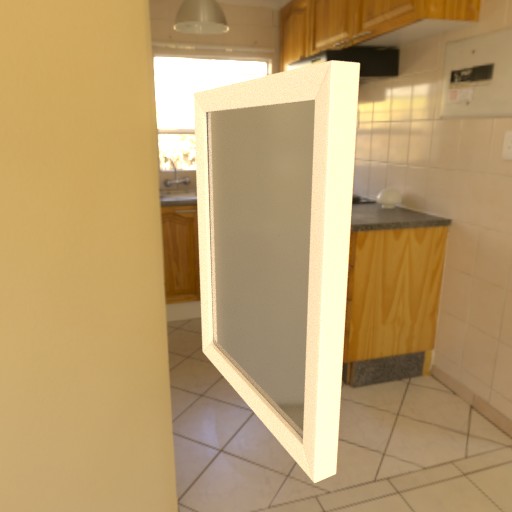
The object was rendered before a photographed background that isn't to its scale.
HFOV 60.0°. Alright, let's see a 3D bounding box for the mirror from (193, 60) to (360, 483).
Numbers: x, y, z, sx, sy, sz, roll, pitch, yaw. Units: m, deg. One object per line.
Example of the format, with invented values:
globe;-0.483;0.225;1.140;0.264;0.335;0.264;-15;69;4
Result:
mirror;0.000;0.000;0.690;0.041;0.508;0.405;-8;17;-26
